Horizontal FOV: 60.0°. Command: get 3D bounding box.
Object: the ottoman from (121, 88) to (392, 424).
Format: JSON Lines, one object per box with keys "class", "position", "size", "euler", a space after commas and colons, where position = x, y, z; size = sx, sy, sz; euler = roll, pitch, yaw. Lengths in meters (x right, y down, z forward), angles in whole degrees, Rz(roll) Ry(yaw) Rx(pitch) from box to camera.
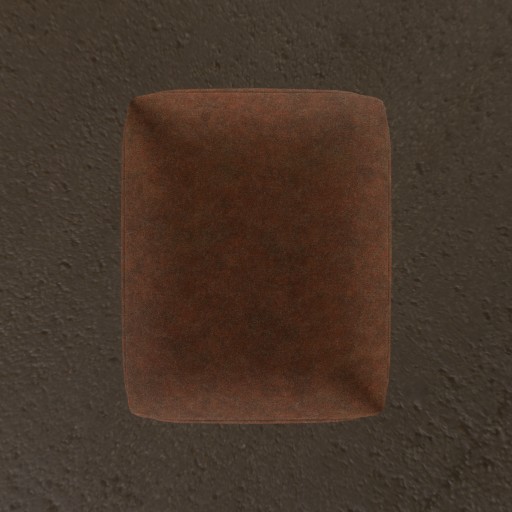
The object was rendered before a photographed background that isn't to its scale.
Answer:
{"class": "ottoman", "position": [0.000, 0.000, 1.190], "size": [0.635, 0.508, 0.787], "euler": [0, 91, -1]}
